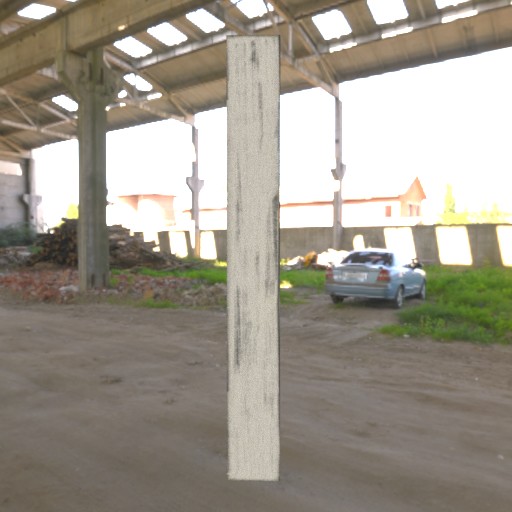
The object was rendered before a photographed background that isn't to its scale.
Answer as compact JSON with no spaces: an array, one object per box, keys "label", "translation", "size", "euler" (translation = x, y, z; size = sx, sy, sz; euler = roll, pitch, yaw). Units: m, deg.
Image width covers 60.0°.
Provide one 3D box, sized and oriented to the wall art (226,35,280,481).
[{"label":"wall art","translation":[0.000,0.000,0.453],"size":[0.036,0.303,0.303],"euler":[0,1,1]}]
